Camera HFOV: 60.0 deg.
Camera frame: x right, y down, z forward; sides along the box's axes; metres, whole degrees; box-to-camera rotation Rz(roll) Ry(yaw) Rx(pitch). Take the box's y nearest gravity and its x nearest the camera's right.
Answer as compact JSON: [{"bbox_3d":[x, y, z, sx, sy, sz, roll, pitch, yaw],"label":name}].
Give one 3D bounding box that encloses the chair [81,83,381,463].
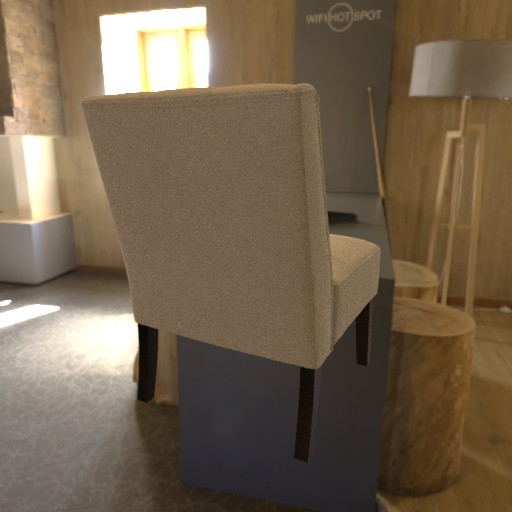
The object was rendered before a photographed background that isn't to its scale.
[{"bbox_3d":[0.000,0.000,1.267,0.569,0.853,0.676,8,17,28],"label":"chair"}]
